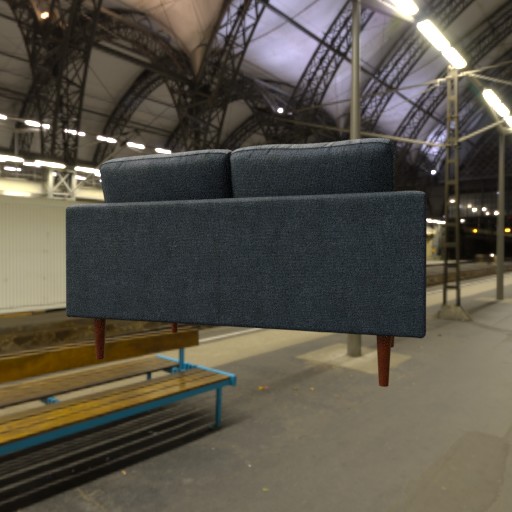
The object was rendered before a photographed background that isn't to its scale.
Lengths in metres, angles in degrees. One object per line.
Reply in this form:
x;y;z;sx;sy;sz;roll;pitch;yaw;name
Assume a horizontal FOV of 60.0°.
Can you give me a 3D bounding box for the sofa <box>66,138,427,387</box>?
0.000;0.000;2.194;1.582;0.944;0.903;0;1;19;sofa
